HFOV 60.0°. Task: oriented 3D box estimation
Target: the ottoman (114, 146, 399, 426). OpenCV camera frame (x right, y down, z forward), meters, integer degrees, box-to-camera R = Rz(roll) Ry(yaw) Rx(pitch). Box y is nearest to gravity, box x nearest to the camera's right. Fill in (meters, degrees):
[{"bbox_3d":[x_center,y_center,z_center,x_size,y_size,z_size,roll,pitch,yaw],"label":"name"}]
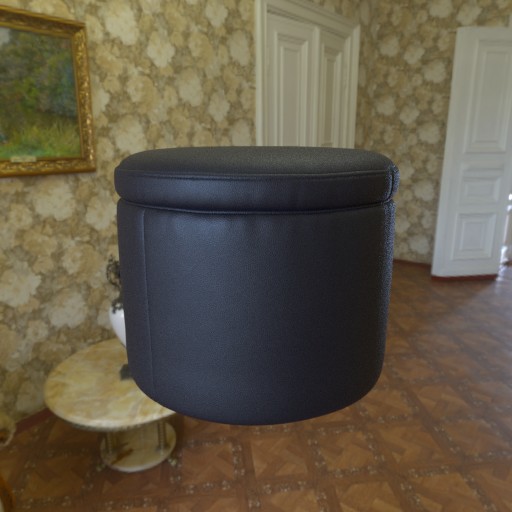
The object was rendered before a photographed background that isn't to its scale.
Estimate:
[{"bbox_3d":[0.000,0.000,0.850,0.501,0.409,0.501,0,14,0],"label":"ottoman"}]
